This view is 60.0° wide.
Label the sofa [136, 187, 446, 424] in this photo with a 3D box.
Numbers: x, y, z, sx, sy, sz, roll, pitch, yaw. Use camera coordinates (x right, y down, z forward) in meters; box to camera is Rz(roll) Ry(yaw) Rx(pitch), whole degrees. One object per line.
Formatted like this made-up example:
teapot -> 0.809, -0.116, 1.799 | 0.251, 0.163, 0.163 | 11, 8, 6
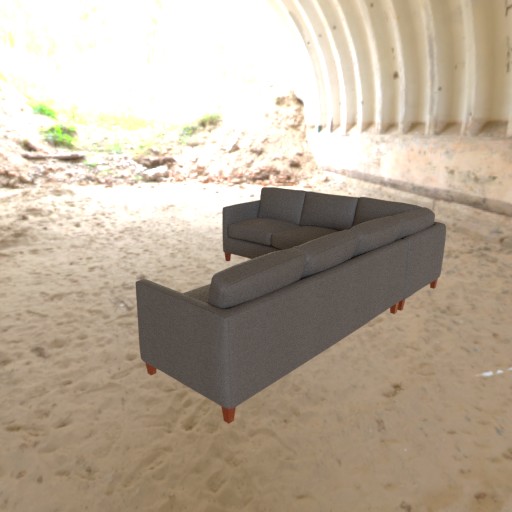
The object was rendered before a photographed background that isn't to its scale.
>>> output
sofa -> 0.000, 0.000, 4.470 | 2.593, 0.947, 3.302 | 14, 22, 40
